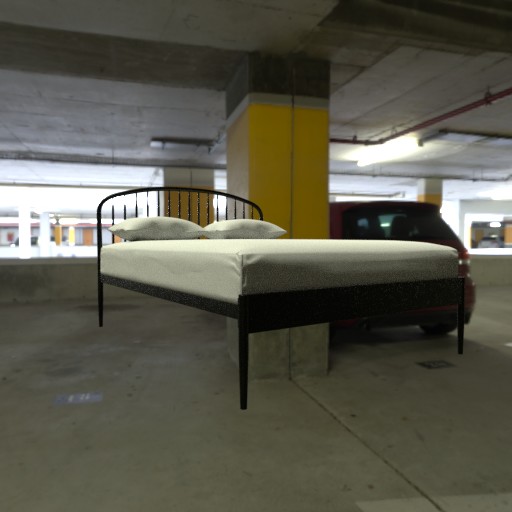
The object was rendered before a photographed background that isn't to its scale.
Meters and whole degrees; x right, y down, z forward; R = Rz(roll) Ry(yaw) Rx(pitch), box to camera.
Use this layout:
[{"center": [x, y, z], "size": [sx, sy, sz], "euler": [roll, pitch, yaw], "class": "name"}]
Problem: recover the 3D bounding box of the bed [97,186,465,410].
[{"center": [0.000, 0.000, 3.114], "size": [1.618, 1.166, 2.159], "euler": [-1, 2, -34], "class": "bed"}]
